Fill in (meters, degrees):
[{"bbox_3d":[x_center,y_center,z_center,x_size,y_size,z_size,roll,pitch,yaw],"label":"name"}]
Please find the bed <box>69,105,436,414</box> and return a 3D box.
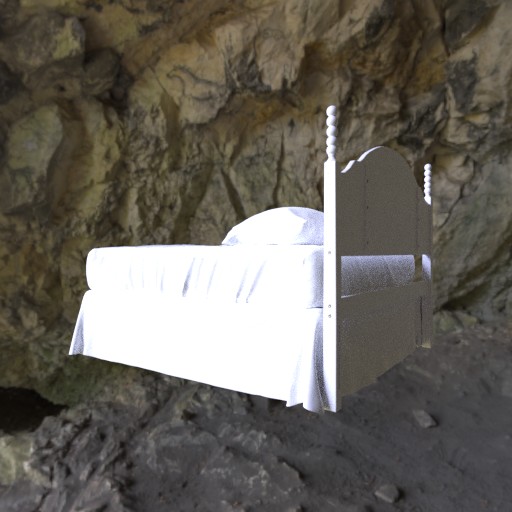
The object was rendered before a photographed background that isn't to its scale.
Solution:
[{"bbox_3d":[0.000,0.000,3.192,2.040,1.356,1.873,0,1,36],"label":"bed"}]
